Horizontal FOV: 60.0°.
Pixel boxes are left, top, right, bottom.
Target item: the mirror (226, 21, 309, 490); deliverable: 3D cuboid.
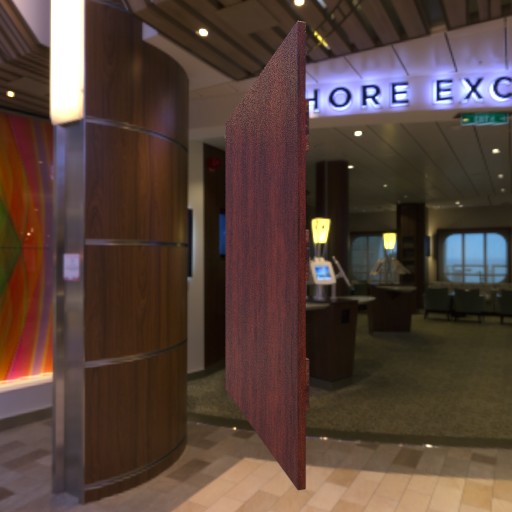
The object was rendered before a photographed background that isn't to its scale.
[{"bbox_3d":[0.000,0.000,1.051,0.021,0.805,0.600,0,0,-16],"label":"mirror"}]
